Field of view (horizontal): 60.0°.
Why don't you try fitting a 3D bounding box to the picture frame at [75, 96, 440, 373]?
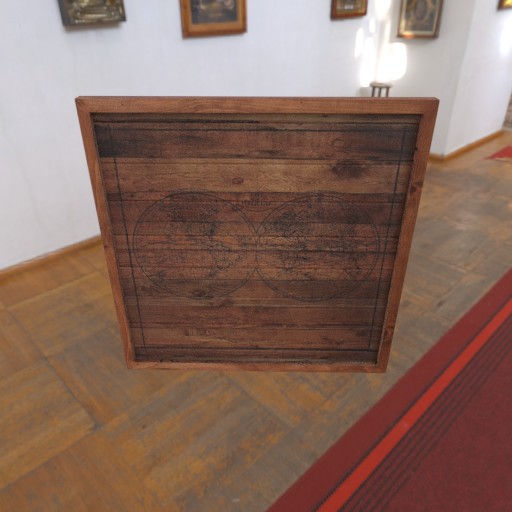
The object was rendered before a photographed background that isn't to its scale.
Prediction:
[{"bbox_3d":[0.000,0.000,1.195,0.810,0.817,0.029,1,30,1],"label":"picture frame"}]
